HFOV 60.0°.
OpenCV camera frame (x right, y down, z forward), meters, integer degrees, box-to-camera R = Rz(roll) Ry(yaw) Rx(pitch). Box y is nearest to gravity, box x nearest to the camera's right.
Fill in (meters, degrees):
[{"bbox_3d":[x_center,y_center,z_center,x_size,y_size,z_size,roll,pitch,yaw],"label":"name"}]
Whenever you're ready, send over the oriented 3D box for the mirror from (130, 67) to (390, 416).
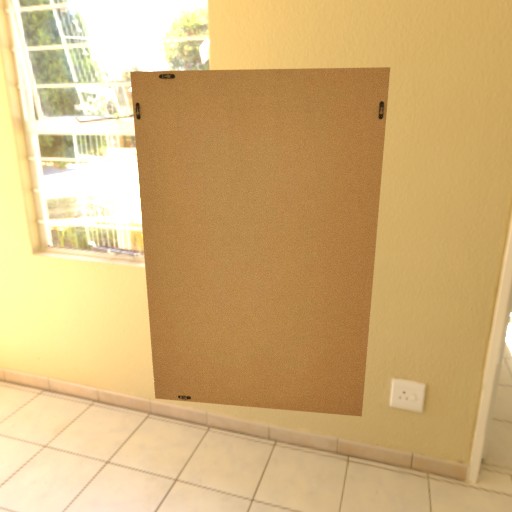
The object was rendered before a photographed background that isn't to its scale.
[{"bbox_3d":[0.000,0.000,1.176,0.609,0.915,0.040,2,17,8],"label":"mirror"}]
